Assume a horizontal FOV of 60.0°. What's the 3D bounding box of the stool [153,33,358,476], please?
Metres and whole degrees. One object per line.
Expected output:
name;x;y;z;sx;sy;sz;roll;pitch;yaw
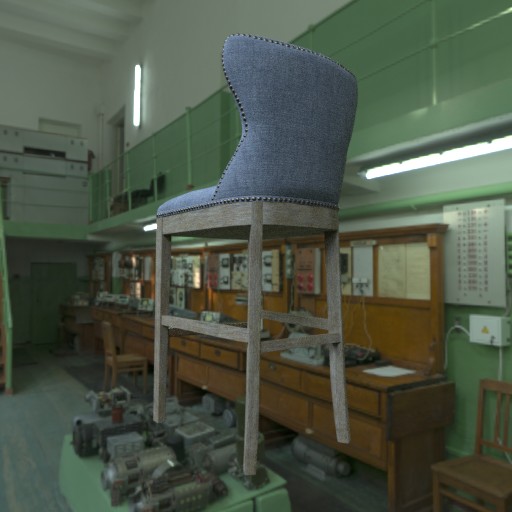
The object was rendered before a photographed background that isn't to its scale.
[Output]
stool;0.000;0.000;1.416;0.494;1.123;0.606;1;-2;-37
